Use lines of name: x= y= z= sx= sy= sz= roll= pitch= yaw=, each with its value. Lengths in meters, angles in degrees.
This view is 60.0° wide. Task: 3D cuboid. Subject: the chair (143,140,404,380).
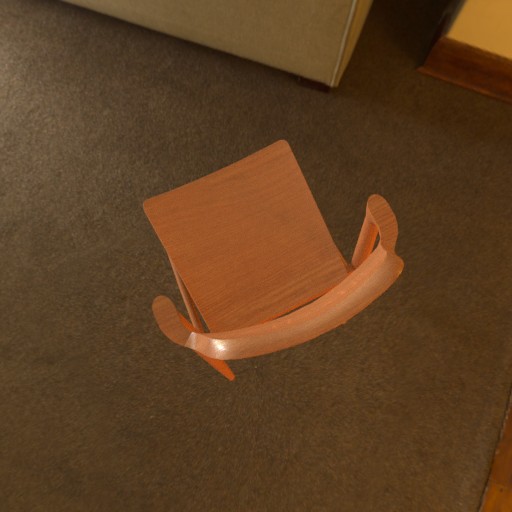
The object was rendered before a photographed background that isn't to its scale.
chair: x=0.000 y=0.000 z=1.127 sx=0.496 sy=0.801 sz=0.499 roll=-25 pitch=77 yaw=-6
